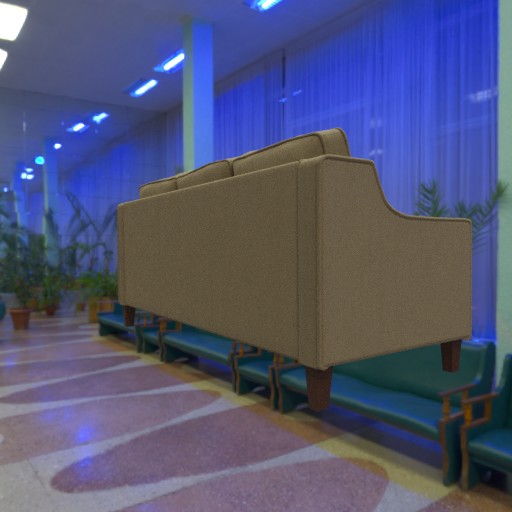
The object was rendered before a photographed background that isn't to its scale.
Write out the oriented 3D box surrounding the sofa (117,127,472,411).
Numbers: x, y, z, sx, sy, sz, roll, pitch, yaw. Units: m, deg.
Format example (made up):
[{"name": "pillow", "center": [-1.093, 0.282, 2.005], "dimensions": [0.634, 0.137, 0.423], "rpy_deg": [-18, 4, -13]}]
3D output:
[{"name": "sofa", "center": [0.000, 0.000, 2.456], "dimensions": [0.911, 0.974, 1.986], "rpy_deg": [-1, 2, -35]}]
